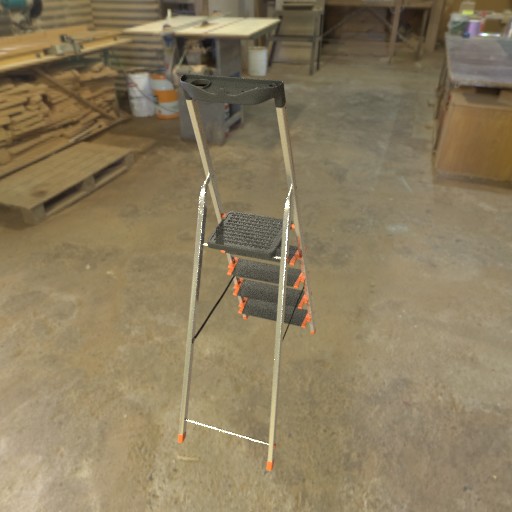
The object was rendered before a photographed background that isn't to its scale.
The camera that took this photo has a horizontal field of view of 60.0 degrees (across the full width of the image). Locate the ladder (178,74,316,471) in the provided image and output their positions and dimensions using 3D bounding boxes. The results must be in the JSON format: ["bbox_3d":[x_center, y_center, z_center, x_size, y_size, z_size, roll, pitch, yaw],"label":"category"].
[{"bbox_3d":[0.000,0.000,2.043,0.480,1.646,0.995,10,34,15],"label":"ladder"}]
